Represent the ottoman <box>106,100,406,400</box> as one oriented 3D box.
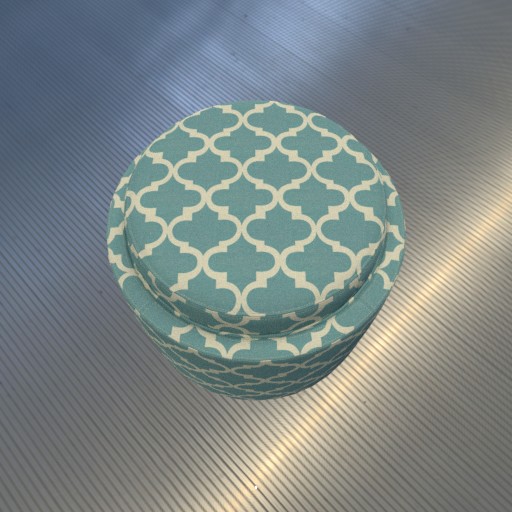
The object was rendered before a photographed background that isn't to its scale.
[{"bbox_3d":[0.000,0.000,0.830,0.480,0.429,0.480,0,62,0],"label":"ottoman"}]
